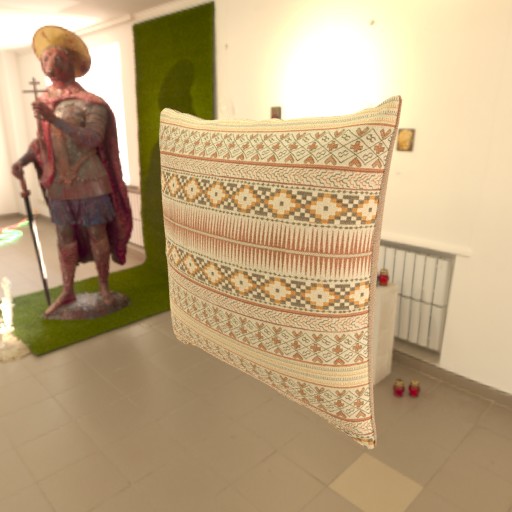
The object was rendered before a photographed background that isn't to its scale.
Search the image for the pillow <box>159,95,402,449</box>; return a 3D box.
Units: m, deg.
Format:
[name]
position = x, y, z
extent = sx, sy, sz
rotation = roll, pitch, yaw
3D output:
[pillow]
position = 0.000, 0.000, 0.786
extent = 0.521, 0.519, 0.215
rotation = 16, 23, 43
